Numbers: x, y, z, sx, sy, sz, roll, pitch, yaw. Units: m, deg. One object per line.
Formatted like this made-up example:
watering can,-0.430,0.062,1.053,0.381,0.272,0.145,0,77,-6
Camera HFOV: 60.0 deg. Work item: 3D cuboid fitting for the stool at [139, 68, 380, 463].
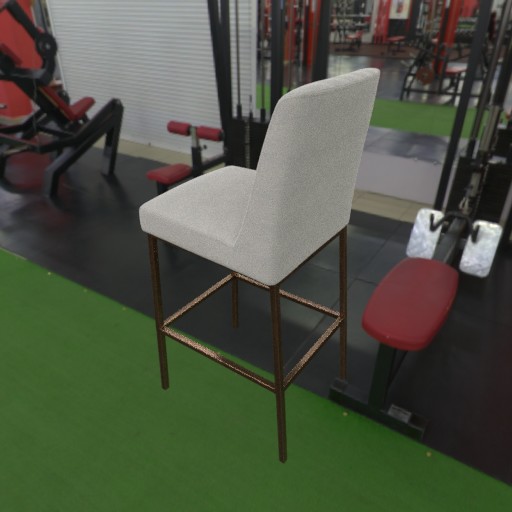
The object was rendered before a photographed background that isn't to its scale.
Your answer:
stool,0.000,0.000,1.367,0.546,1.084,0.462,20,35,30
